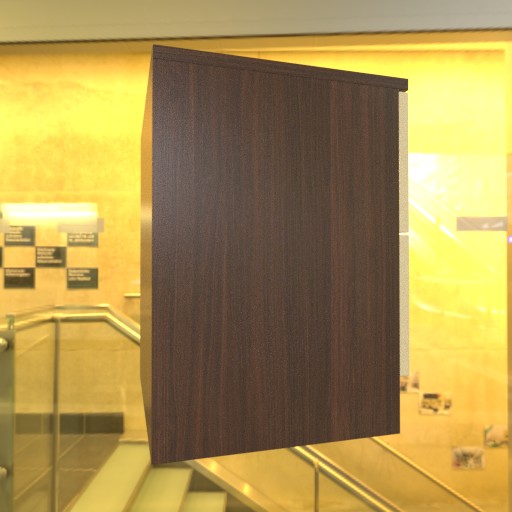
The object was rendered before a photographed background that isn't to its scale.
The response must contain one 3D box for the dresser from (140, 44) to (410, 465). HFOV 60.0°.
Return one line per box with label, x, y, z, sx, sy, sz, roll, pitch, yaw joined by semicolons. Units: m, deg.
dresser;0.000;0.000;0.737;0.360;0.470;0.400;0;-1;-16
